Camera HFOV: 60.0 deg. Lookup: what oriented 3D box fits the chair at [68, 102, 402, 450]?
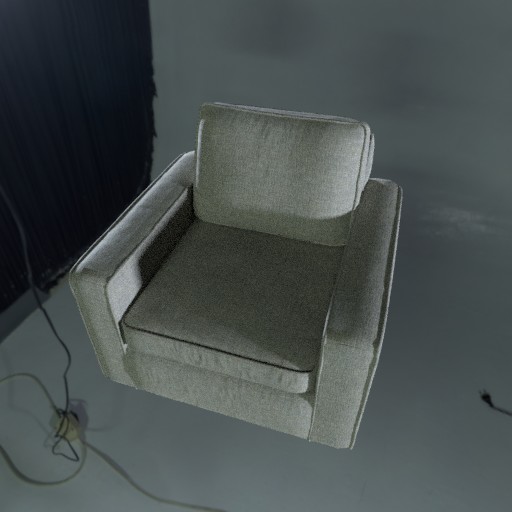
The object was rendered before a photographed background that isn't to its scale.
[{"bbox_3d":[0.000,0.000,1.716,1.016,0.914,0.940,12,42,13],"label":"chair"}]
